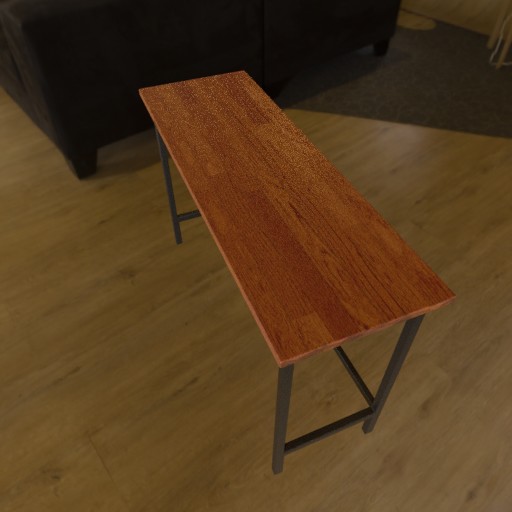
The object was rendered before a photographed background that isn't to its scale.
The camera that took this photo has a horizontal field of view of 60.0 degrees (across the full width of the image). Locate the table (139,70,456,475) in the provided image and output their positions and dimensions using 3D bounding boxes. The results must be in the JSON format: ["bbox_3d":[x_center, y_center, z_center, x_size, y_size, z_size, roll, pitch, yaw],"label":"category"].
[{"bbox_3d":[0.000,0.000,1.523,0.408,0.740,1.204,-17,48,-16],"label":"table"}]
